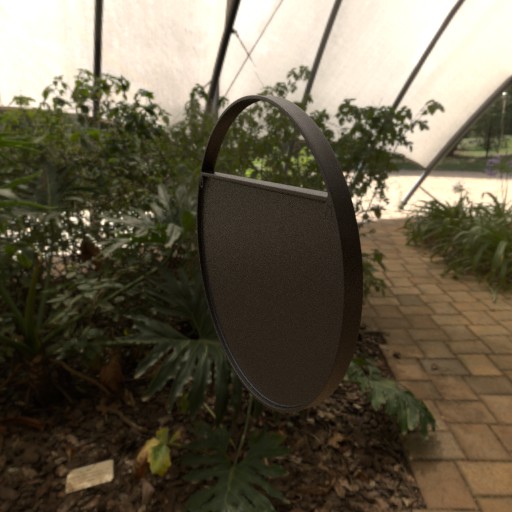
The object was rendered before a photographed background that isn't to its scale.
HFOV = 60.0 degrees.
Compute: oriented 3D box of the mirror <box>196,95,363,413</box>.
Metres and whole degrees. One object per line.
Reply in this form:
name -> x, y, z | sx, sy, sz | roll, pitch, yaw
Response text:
mirror -> 0.000, 0.000, 0.829 | 0.032, 0.565, 0.565 | -8, 17, -26
